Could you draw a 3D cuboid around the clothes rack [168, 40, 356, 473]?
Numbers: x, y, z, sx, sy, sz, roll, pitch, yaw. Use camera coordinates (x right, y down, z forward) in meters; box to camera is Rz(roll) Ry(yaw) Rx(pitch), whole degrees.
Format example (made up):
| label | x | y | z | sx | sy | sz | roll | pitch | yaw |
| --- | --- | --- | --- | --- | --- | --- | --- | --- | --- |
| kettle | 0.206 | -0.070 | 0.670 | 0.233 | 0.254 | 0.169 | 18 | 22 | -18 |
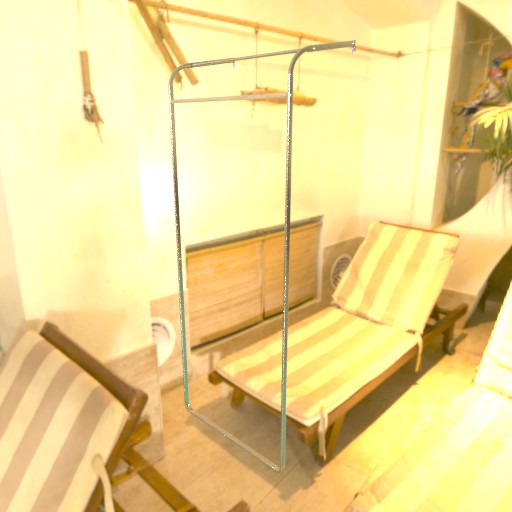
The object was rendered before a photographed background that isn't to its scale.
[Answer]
| label | x | y | z | sx | sy | sz | roll | pitch | yaw |
| --- | --- | --- | --- | --- | --- | --- | --- | --- | --- |
| clothes rack | 0.000 | 0.000 | 1.803 | 0.609 | 1.574 | 0.349 | 15 | 22 | 41 |
